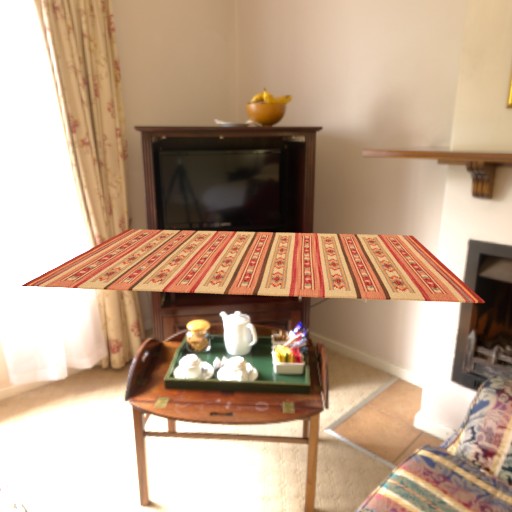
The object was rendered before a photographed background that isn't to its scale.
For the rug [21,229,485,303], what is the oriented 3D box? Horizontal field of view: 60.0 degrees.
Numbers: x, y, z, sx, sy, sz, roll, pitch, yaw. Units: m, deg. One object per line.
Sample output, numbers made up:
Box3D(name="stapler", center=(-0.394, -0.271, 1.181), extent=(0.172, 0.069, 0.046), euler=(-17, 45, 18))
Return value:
Box3D(name="rug", center=(0.000, 0.000, 3.036), extent=(2.431, 0.010, 1.535), euler=(2, 15, 6))
